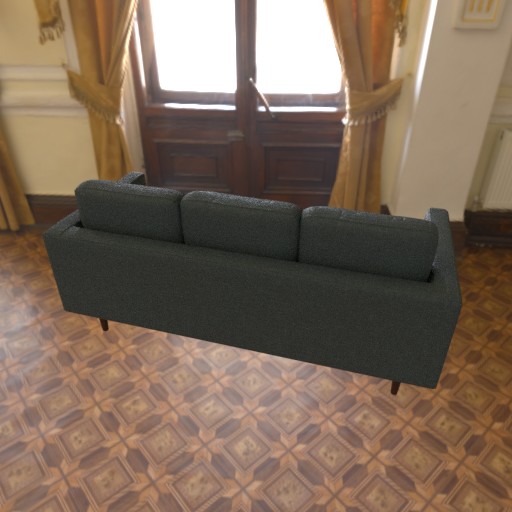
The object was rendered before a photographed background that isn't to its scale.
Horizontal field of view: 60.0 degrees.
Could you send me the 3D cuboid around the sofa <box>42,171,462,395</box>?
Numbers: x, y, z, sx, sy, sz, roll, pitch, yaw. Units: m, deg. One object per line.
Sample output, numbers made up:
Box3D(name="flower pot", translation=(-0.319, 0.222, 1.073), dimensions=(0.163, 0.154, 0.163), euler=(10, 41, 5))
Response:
Box3D(name="sofa", translation=(0.000, 0.000, 2.523), dimensions=(2.013, 0.945, 0.935), euler=(9, 33, 14))
